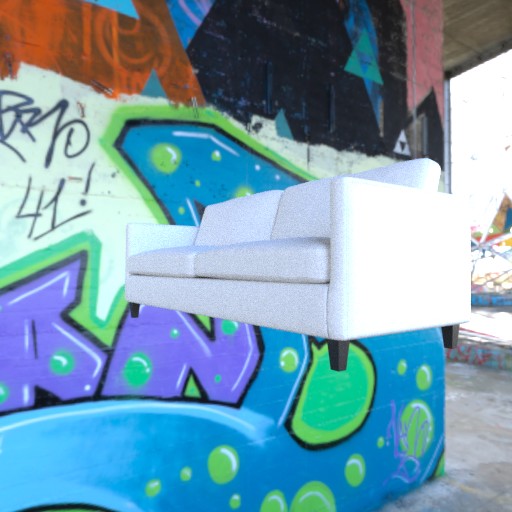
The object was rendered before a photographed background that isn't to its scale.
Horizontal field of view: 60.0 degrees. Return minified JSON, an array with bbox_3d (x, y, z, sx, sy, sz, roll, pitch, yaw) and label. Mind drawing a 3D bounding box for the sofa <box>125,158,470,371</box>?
[{"bbox_3d":[0.000,0.000,2.931,0.948,0.965,2.434,1,-2,-36],"label":"sofa"}]
